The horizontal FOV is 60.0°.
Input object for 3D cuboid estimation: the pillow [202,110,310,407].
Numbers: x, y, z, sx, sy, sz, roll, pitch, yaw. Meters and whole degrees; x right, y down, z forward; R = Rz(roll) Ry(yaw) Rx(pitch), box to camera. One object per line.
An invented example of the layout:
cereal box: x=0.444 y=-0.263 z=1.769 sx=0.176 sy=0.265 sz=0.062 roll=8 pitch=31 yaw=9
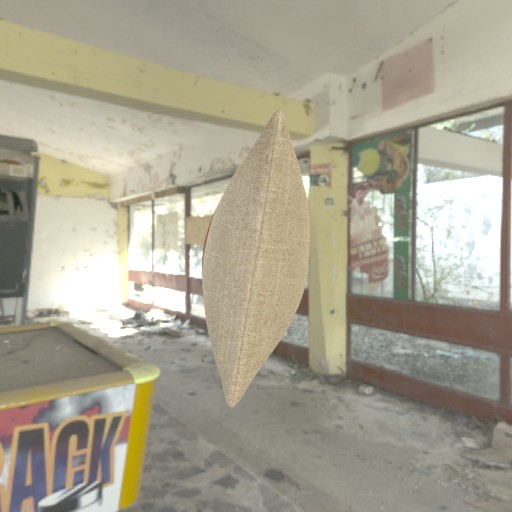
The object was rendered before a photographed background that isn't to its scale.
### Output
pillow: x=0.000 y=0.000 z=0.721 sx=0.155 sy=0.282 sz=0.612 roll=0 pitch=1 yaw=1
